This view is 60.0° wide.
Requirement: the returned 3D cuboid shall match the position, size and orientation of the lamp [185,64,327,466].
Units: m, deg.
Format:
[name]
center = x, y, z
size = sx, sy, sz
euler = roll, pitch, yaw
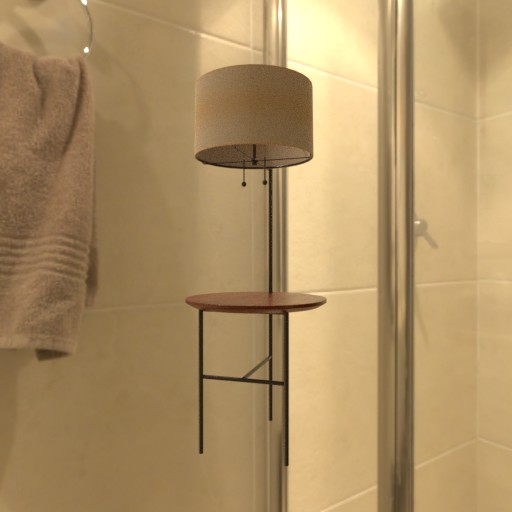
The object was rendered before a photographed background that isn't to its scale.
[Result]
[lamp]
center = 0.000, 0.000, 1.819
size = 0.573, 1.517, 0.573
euler = 0, 0, 0
